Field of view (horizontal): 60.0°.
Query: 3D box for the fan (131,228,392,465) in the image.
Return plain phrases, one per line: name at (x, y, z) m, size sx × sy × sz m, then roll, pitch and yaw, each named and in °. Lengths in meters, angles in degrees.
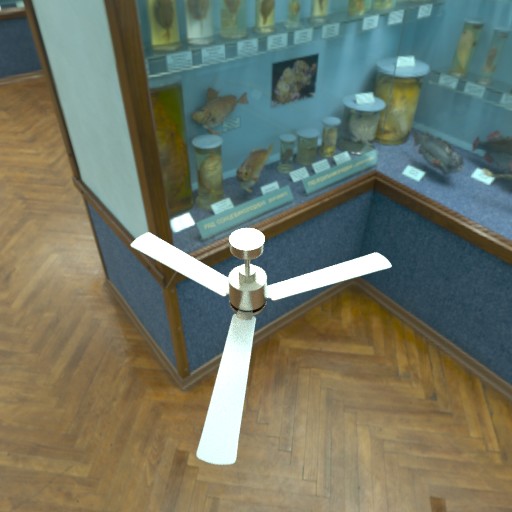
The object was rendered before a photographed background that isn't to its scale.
fan at (0.000, 0.000, 2.385) m, size 1.531 × 0.446 × 1.561 m, roll -25°, pitch 46°, yaw -26°
